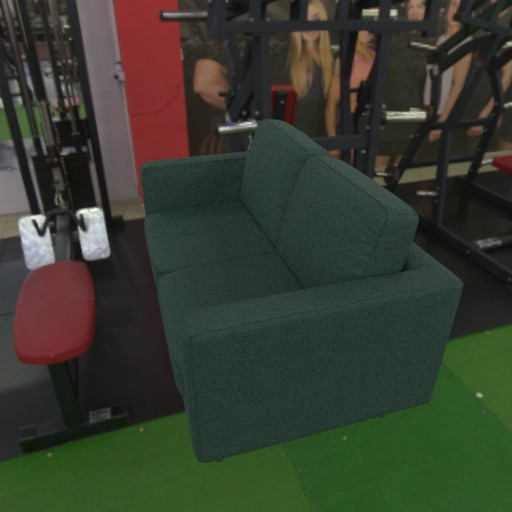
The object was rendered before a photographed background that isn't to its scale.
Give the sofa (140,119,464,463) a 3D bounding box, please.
[{"bbox_3d":[0.000,0.000,1.928,0.879,0.899,1.430,-9,32,-15],"label":"sofa"}]
